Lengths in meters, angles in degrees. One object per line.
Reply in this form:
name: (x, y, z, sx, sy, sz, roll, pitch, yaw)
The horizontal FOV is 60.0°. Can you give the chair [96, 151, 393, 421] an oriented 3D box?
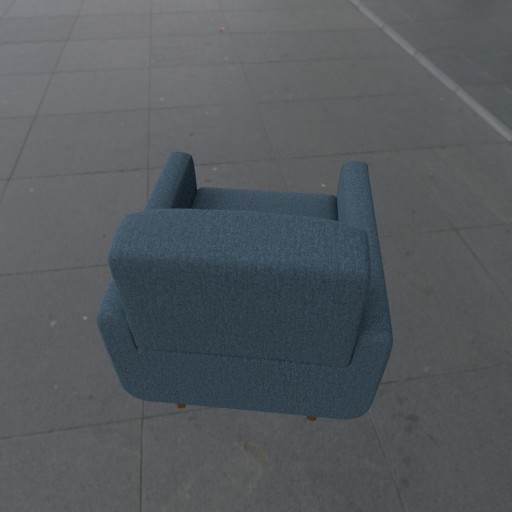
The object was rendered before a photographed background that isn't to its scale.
chair: (0.000, 0.000, 1.679, 0.880, 0.940, 0.964, 4, 44, 4)
